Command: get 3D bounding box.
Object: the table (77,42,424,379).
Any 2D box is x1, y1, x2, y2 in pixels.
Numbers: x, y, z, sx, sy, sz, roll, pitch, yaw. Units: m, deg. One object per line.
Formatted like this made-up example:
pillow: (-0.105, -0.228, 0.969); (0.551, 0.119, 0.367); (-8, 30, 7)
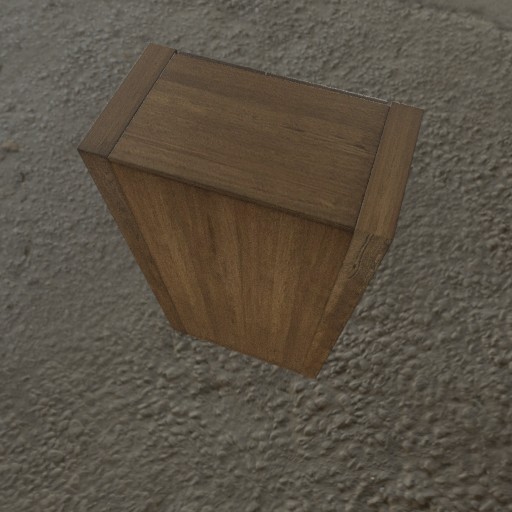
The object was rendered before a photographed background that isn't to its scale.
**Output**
table: (0.000, 0.000, 2.457); (1.100, 2.000, 0.600); (17, 64, 9)
